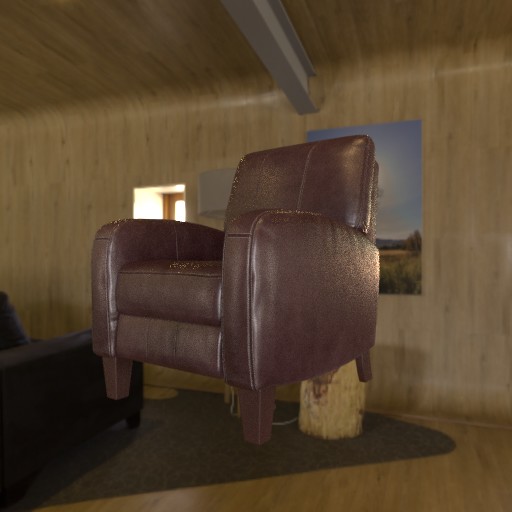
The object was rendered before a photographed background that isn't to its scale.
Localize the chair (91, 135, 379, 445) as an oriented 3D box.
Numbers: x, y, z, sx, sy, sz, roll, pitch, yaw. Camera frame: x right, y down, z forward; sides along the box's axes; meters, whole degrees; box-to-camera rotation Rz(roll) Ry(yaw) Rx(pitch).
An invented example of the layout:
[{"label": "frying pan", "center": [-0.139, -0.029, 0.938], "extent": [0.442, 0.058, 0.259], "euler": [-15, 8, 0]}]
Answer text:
[{"label": "chair", "center": [0.000, 0.000, 1.695], "extent": [0.762, 0.990, 0.990], "euler": [0, 0, 36]}]
